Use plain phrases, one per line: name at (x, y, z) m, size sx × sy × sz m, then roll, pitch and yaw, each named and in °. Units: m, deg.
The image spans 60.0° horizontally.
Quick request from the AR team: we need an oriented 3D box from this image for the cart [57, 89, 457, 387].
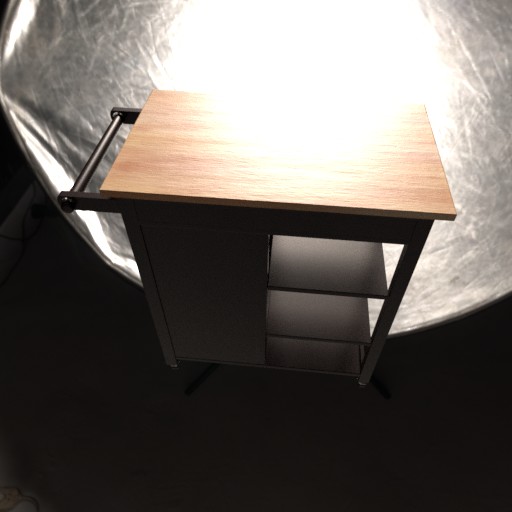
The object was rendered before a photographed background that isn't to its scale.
cart at (0.000, 0.000, 1.459) m, size 0.914 × 0.878 × 0.472 m, roll 4°, pitch 48°, yaw 4°
